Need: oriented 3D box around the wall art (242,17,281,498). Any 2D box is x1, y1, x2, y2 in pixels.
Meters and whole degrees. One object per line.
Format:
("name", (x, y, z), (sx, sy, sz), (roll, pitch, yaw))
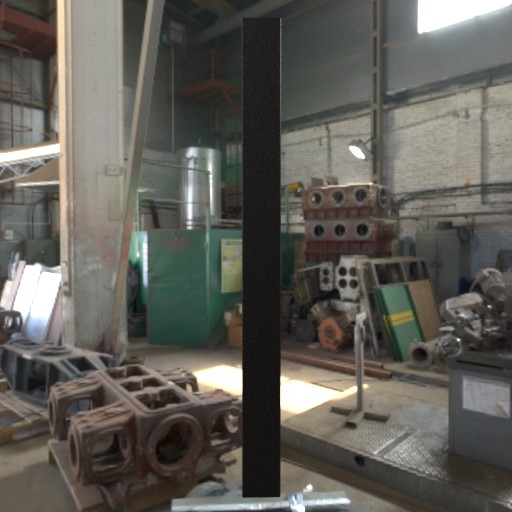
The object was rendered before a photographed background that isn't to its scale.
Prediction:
("wall art", (0.000, 0.000, 0.488), (0.030, 0.369, 0.294), (0, 2, -2))
